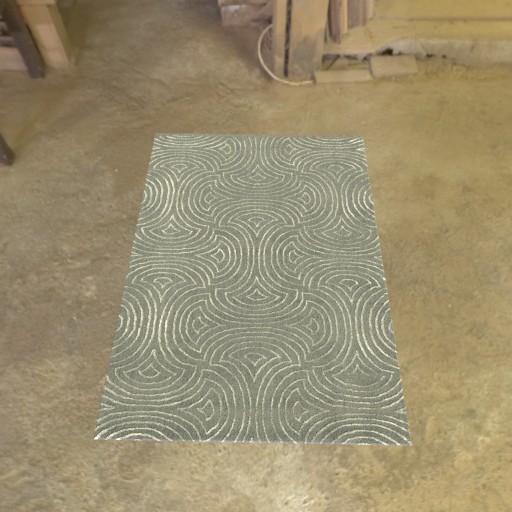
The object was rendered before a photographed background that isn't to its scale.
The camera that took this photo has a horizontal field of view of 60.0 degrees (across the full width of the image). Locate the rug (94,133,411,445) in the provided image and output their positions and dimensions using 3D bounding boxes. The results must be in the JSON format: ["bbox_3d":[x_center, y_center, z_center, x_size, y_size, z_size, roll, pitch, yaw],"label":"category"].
[{"bbox_3d":[0.000,0.000,2.726,1.543,0.015,2.144,1,57,1],"label":"rug"}]
